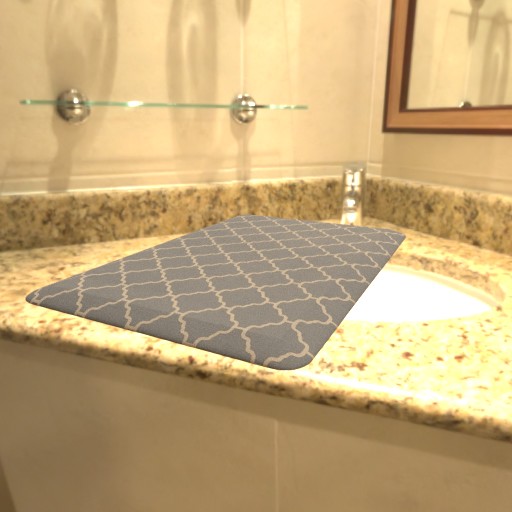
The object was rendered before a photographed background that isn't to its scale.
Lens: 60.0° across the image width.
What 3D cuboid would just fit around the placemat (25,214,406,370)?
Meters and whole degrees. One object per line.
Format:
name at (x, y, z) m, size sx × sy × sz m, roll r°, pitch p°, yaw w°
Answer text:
placemat at (0.000, 0.000, 0.947) m, size 0.508 × 0.021 × 0.762 m, roll 8°, pitch 19°, yaw 26°
